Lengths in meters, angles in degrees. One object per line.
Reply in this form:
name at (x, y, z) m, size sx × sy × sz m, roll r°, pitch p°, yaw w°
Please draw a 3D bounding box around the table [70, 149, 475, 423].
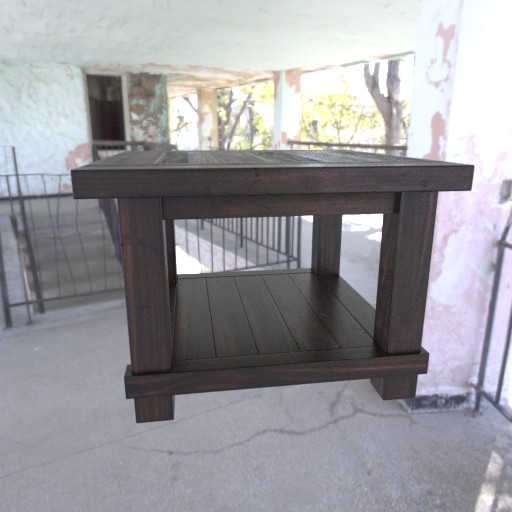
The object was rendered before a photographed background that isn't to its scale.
table at (0.000, 0.000, 0.992) m, size 0.606 × 0.437 × 0.593 m, roll -2°, pitch 16°, yaw -8°
